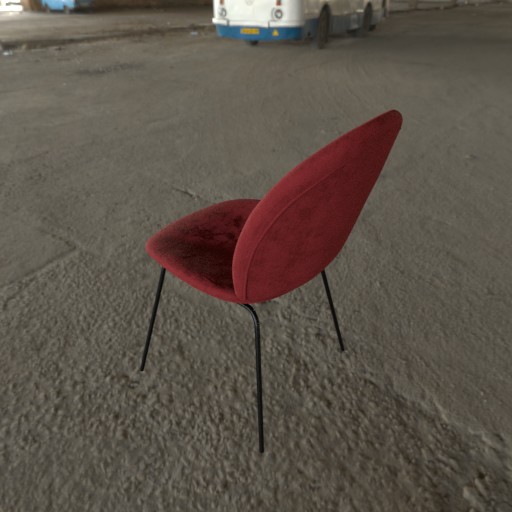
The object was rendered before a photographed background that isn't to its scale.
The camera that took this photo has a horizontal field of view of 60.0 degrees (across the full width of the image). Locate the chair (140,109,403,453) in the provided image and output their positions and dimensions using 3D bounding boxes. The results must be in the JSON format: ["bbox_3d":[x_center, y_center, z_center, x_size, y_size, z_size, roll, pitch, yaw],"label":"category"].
[{"bbox_3d":[0.000,0.000,1.142,0.587,0.791,0.458,21,37,30],"label":"chair"}]
